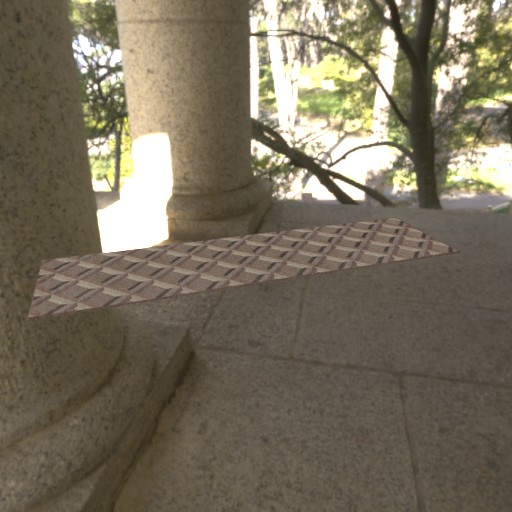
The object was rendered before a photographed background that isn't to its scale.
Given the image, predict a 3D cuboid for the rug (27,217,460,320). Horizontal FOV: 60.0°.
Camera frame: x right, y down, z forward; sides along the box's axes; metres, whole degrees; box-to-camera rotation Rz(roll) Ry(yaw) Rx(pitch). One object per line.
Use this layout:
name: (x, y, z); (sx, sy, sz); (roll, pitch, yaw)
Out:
rug: (0.000, 0.000, 2.674); (2.437, 0.013, 0.685); (-8, 25, -17)
